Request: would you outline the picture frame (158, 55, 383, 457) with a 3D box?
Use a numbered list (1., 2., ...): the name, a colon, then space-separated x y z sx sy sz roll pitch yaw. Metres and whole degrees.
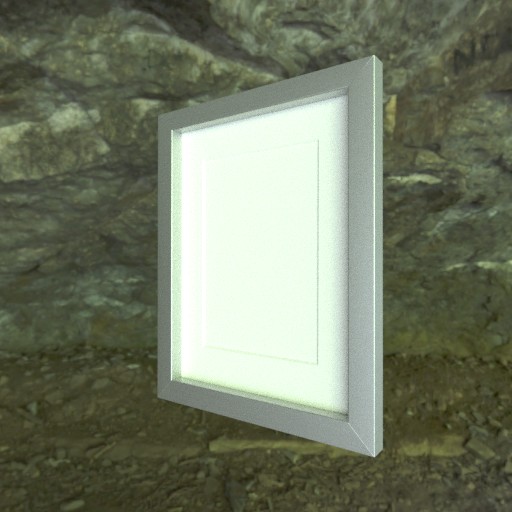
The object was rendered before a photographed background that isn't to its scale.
1. picture frame: 0.000 0.000 0.530 0.307 0.386 0.036 0 0 36
